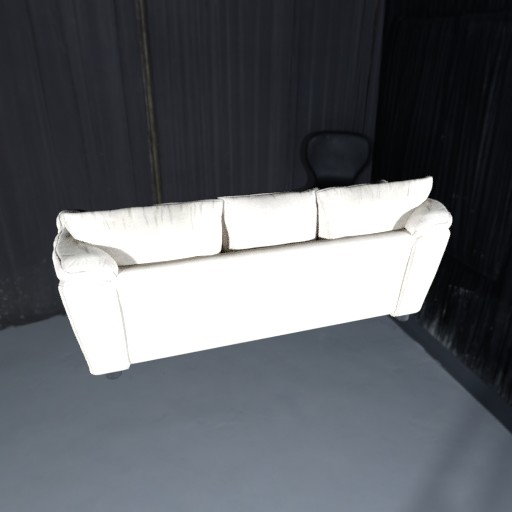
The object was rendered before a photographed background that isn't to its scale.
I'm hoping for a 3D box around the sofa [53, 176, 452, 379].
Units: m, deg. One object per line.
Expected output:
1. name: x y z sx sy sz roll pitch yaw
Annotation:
1. sofa: 0.000 0.000 2.848 2.334 0.996 0.878 -8 27 -16
